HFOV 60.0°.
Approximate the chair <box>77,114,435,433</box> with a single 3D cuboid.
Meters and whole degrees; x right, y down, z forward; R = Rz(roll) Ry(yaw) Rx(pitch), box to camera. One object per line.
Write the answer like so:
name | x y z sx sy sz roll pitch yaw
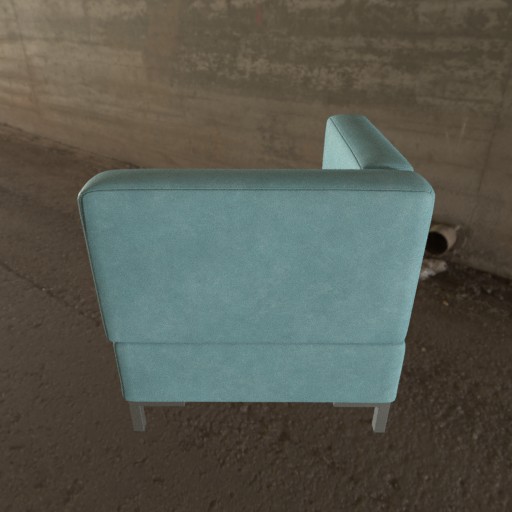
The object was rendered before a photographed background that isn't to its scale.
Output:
chair | 0.000 0.000 1.228 0.680 0.660 0.680 0 29 0
